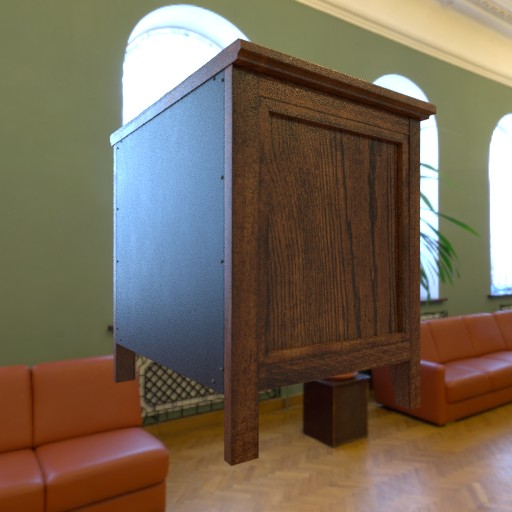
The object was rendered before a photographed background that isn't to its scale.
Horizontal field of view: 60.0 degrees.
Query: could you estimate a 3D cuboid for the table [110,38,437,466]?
[{"bbox_3d":[0.000,0.000,0.975,0.461,0.597,0.586,0,-1,-35],"label":"table"}]
